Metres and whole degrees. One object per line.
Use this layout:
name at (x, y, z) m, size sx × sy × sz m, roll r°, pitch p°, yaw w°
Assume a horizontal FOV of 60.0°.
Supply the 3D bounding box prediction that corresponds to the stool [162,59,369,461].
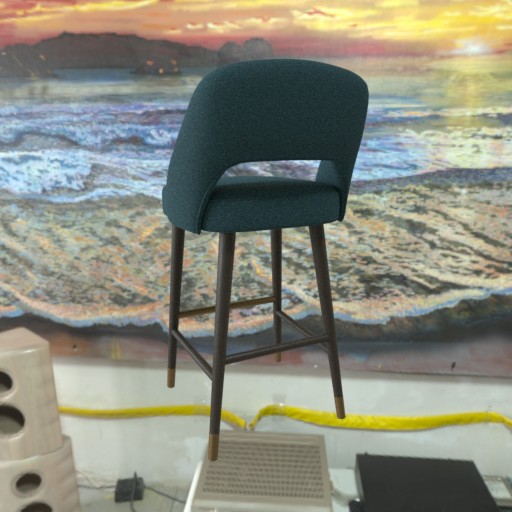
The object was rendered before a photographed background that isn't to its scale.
stool at (0.000, 0.000, 1.344) m, size 0.536 × 1.032 × 0.522 m, roll -7°, pitch 16°, yaw -25°
